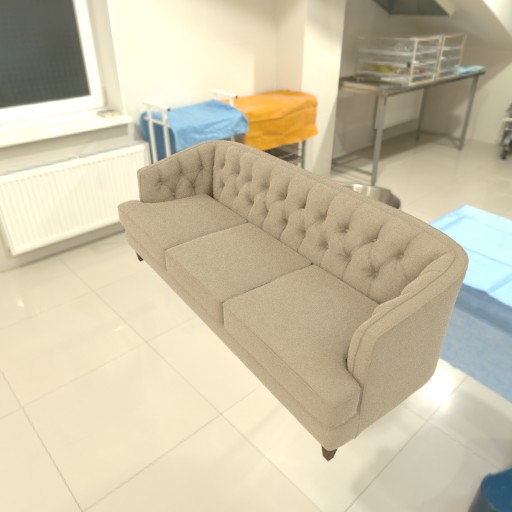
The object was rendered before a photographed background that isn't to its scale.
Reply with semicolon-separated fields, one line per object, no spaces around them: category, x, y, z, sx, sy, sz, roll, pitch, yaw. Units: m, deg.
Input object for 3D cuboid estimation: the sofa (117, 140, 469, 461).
sofa;0.000;0.000;2.703;0.941;0.855;2.278;-20;37;-30
